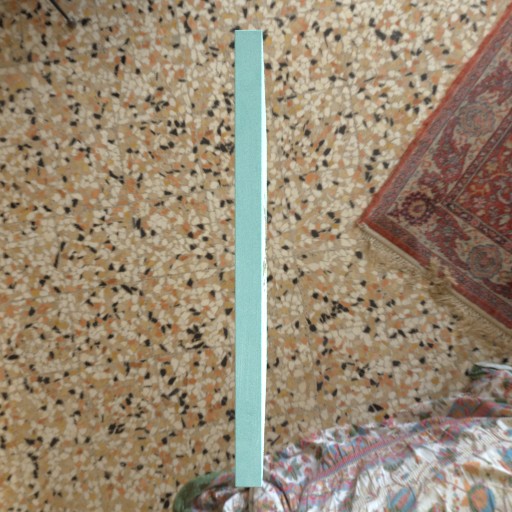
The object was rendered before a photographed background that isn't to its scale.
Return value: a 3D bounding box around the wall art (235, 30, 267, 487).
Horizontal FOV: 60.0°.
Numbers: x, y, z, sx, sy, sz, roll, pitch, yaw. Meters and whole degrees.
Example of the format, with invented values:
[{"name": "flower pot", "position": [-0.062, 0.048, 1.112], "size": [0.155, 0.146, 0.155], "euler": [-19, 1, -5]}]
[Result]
[{"name": "wall art", "position": [0.000, 0.000, 0.885], "size": [0.036, 0.603, 0.603], "euler": [0, 91, 2]}]
